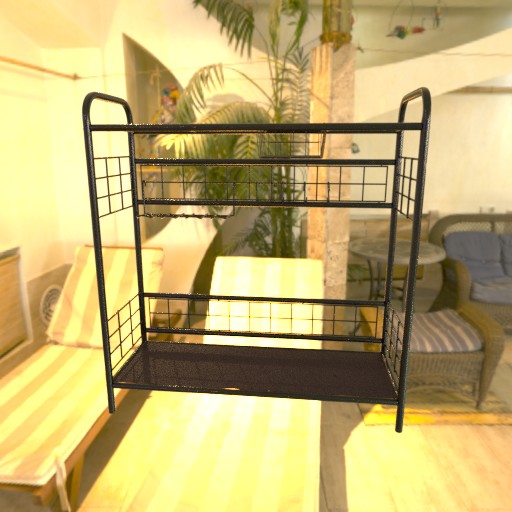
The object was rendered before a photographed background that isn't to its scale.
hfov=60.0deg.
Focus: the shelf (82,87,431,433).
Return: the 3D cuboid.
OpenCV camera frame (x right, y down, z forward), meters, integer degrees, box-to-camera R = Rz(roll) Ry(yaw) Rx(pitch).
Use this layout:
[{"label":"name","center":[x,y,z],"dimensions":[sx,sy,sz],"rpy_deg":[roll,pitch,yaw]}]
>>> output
[{"label":"shelf","center":[0.000,0.000,1.476],"dimensions":[0.961,1.026,0.350],"rpy_deg":[2,14,6]}]
